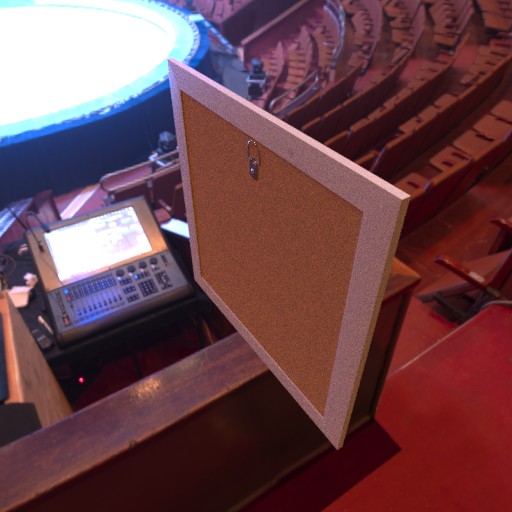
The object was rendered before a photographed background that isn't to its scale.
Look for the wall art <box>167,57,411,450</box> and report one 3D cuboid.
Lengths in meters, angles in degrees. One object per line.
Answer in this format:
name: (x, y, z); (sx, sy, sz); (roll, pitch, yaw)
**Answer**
wall art: (0.000, 0.000, 0.845); (0.015, 0.577, 0.572); (-24, 47, -25)
